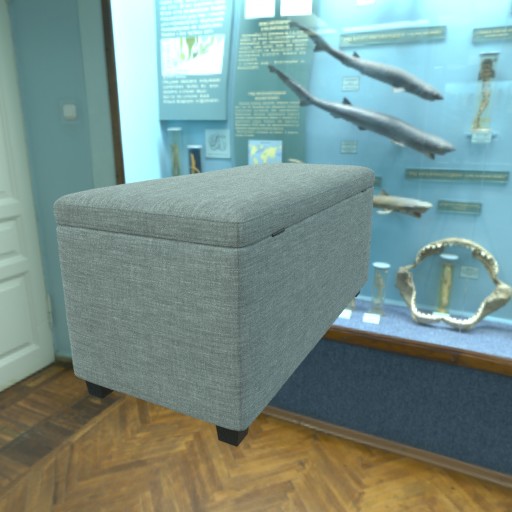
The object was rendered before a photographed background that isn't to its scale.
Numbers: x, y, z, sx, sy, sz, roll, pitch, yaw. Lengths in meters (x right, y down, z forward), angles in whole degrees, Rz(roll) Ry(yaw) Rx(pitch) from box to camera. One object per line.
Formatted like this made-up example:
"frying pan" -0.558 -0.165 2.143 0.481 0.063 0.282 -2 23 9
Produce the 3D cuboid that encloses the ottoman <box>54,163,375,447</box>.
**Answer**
"ottoman" 0.000 0.000 1.150 0.419 0.432 0.902 8 18 26
